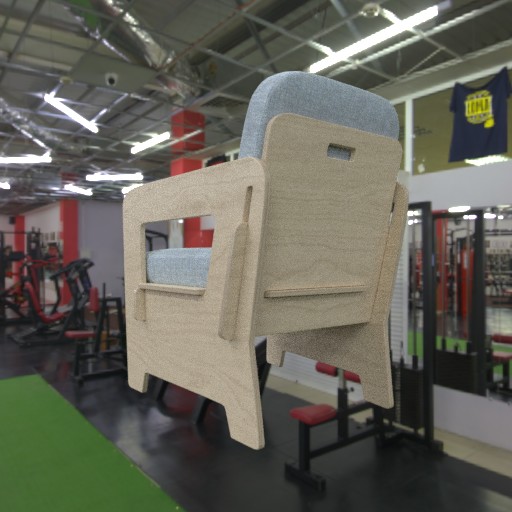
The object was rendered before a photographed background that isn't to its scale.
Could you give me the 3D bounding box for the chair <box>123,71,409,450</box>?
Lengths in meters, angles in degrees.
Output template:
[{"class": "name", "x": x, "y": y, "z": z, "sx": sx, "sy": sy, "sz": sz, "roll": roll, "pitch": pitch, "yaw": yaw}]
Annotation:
[{"class": "chair", "x": 0.000, "y": 0.000, "z": 1.281, "sx": 0.590, "sy": 0.800, "sz": 0.710, "roll": 0, "pitch": 0, "yaw": -36}]
